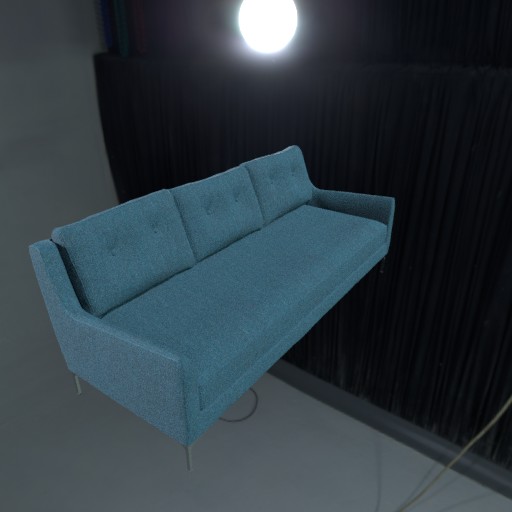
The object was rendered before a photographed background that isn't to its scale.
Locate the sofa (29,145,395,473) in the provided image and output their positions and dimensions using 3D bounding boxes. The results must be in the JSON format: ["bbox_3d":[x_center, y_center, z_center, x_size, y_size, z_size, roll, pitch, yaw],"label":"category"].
[{"bbox_3d":[0.000,0.000,2.474,0.849,0.837,2.060,18,32,31],"label":"sofa"}]
